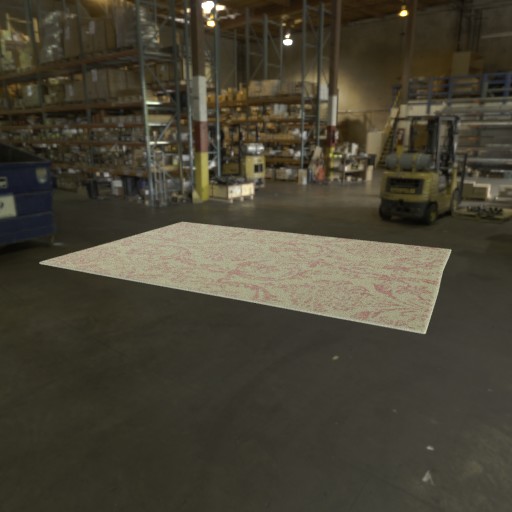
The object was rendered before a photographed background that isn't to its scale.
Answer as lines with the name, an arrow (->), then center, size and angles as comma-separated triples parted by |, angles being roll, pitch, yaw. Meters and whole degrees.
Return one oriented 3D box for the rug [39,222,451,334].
rug -> 0.000, 0.000, 2.359 | 1.839, 0.012, 1.219 | 7, 17, 26
